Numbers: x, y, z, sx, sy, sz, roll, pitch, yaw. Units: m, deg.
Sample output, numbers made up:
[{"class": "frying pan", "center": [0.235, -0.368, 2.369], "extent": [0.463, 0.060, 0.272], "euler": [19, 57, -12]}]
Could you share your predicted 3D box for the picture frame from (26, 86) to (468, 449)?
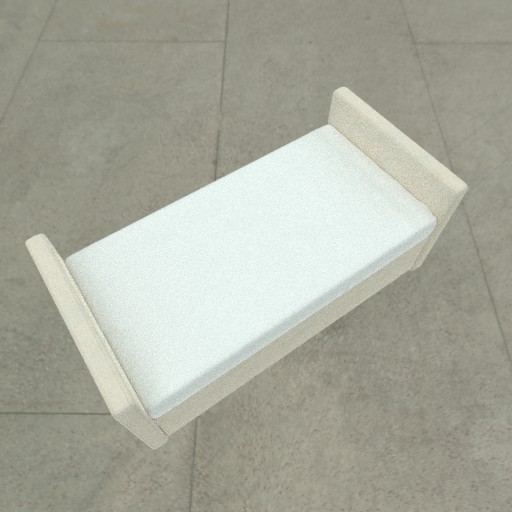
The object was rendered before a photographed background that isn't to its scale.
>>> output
[{"class": "picture frame", "center": [0.000, 0.000, 2.732], "extent": [2.161, 0.891, 1.069], "euler": [-31, 63, -18]}]
